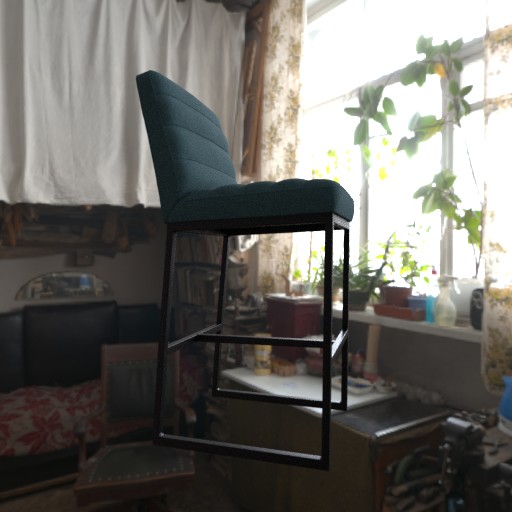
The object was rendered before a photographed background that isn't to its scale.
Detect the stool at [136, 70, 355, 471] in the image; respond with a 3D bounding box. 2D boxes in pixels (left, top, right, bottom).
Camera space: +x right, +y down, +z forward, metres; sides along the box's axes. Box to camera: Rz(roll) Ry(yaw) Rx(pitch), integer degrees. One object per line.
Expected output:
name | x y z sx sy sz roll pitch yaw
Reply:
stool | 0.000 0.000 1.355 0.560 1.040 0.460 0 1 17
